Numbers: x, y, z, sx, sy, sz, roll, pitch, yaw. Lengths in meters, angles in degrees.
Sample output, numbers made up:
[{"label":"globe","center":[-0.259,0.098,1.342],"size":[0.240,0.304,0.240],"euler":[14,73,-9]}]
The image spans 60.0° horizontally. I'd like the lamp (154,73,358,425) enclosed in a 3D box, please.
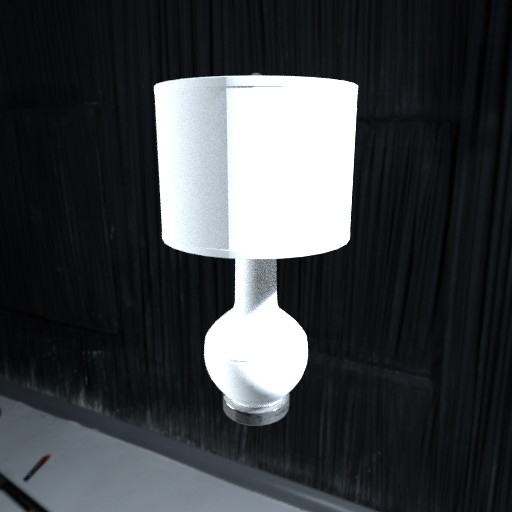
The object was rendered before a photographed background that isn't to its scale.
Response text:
[{"label":"lamp","center":[0.000,0.000,0.875],"size":[0.357,0.673,0.357],"euler":[8,17,26]}]
